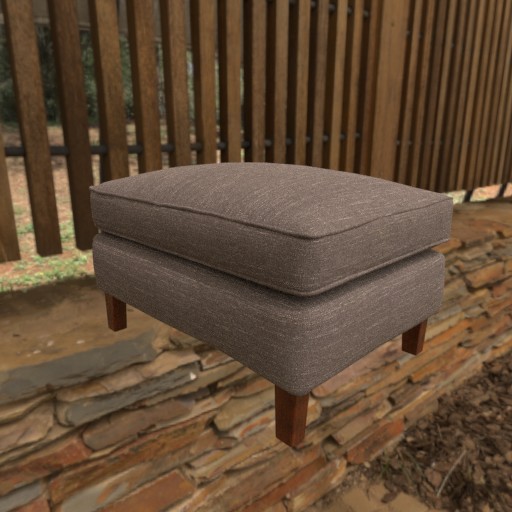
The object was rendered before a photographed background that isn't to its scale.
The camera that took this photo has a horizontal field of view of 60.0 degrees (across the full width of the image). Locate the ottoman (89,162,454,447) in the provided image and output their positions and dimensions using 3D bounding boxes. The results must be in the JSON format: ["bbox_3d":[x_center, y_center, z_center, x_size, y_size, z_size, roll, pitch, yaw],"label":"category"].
[{"bbox_3d":[0.000,0.000,0.995,0.508,0.406,0.686,-15,22,-42],"label":"ottoman"}]
